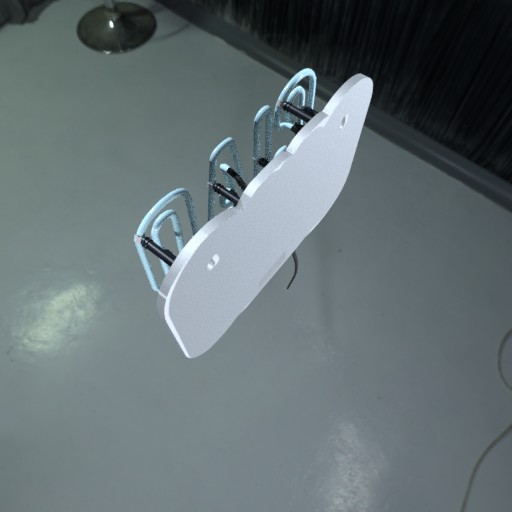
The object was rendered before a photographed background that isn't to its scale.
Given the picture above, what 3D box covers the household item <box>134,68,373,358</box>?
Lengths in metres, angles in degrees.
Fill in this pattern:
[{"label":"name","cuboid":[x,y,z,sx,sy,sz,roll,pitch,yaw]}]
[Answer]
[{"label":"household item","cuboid":[0.000,0.000,0.382,0.042,0.294,0.211,35,68,17]}]
